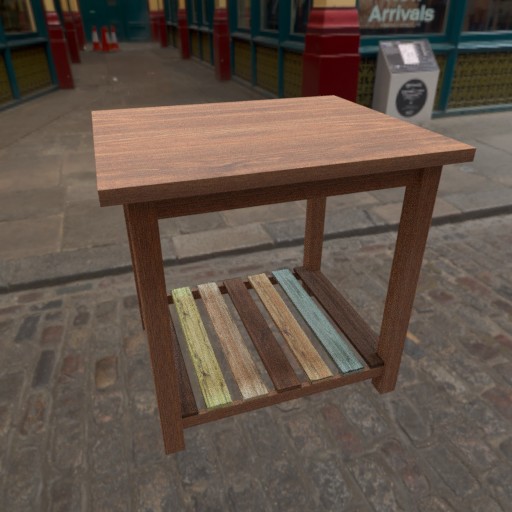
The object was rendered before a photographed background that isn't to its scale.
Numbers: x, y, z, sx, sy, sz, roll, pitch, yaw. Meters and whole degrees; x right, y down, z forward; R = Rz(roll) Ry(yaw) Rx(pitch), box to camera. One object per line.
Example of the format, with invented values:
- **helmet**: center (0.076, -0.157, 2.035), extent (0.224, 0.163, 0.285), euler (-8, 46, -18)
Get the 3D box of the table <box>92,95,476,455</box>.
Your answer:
- **table**: center (0.000, 0.000, 1.103), extent (0.660, 0.635, 0.559), euler (-10, 31, -16)
